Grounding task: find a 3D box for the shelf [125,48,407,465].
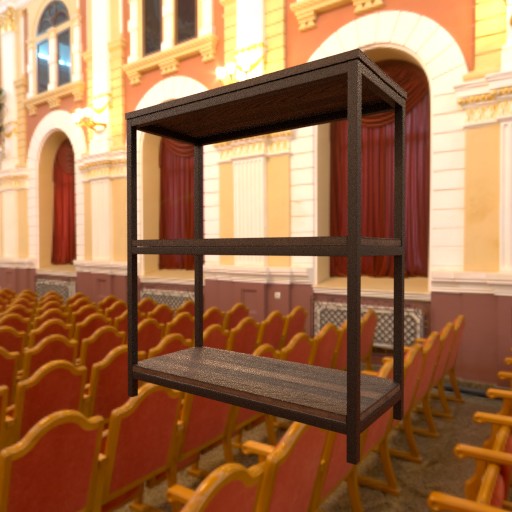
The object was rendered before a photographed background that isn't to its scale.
[{"bbox_3d":[0.000,0.000,1.387,0.822,0.947,0.352,1,1,36],"label":"shelf"}]
